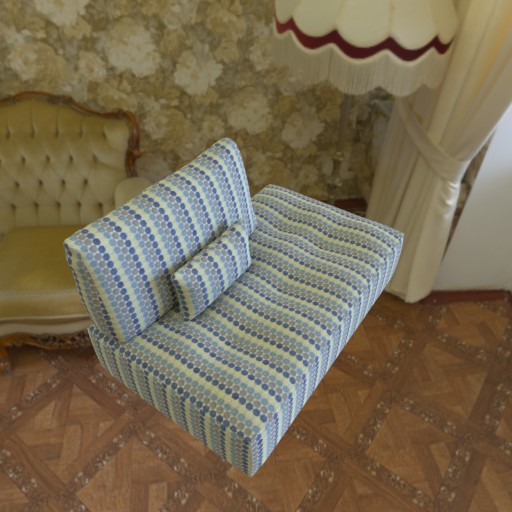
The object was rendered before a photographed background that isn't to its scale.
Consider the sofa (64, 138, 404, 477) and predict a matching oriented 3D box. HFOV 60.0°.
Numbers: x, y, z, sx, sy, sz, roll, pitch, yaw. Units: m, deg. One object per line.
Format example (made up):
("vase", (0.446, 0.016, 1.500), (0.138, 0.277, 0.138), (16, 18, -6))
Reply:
("sofa", (0.000, 0.000, 2.104), (1.000, 0.820, 1.450), (25, 47, 26))
